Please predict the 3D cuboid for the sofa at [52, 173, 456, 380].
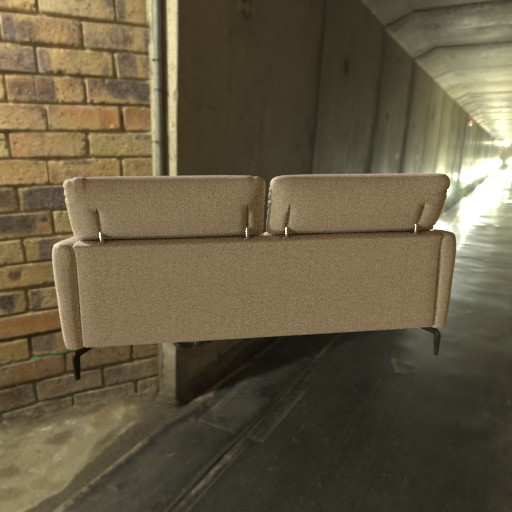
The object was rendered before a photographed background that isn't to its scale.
[{"bbox_3d":[0.000,0.000,2.501,2.015,0.956,0.856,-2,15,-8],"label":"sofa"}]
